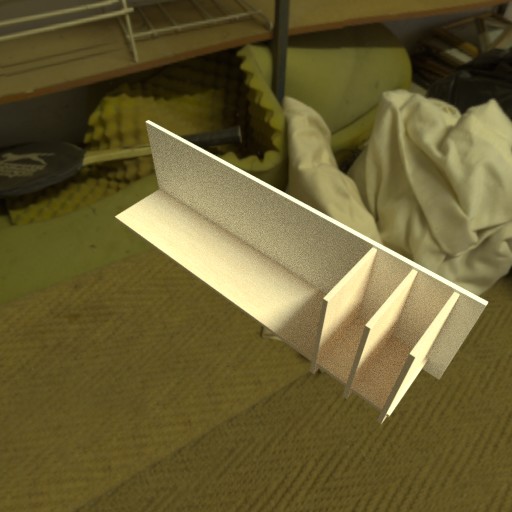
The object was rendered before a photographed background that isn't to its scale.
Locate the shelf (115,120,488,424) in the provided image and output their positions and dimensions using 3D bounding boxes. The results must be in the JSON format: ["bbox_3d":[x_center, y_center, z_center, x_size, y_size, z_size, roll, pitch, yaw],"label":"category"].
[{"bbox_3d":[0.000,0.000,1.144,1.020,0.300,0.200,33,55,27],"label":"shelf"}]
